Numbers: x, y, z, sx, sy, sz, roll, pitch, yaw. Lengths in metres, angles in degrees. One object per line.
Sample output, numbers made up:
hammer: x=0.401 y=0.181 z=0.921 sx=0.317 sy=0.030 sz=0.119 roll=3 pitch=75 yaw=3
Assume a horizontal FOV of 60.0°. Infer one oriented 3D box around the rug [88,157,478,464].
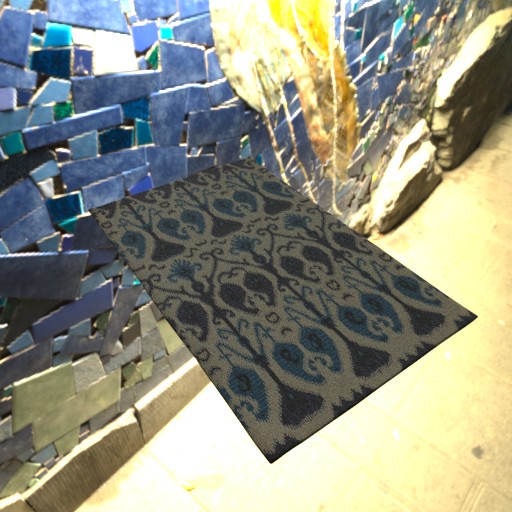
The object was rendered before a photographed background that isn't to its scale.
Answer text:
rug: x=0.000 y=0.000 z=2.133 sx=1.072 sy=0.013 sz=1.698 roll=-24 pitch=46 yaw=-26
